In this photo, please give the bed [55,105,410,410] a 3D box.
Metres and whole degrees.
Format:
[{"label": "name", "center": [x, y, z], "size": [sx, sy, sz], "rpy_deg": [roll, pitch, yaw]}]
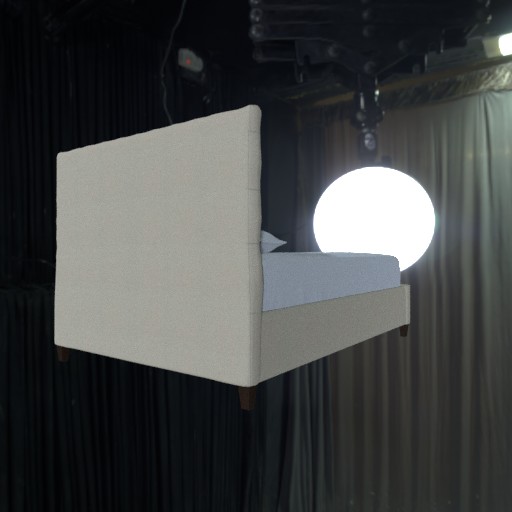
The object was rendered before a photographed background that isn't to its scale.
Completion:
[{"label": "bed", "center": [0.000, 0.000, 3.481], "size": [1.698, 1.427, 2.387], "rpy_deg": [0, 0, 36]}]
